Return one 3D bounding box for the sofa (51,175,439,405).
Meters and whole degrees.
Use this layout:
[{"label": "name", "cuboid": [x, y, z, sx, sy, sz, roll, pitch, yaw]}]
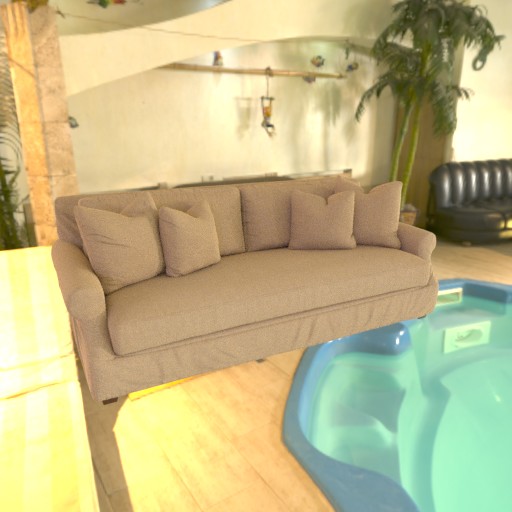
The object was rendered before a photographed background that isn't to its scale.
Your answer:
[{"label": "sofa", "cuboid": [0.000, 0.000, 2.772, 2.285, 0.904, 1.067, -9, 19, -26]}]
